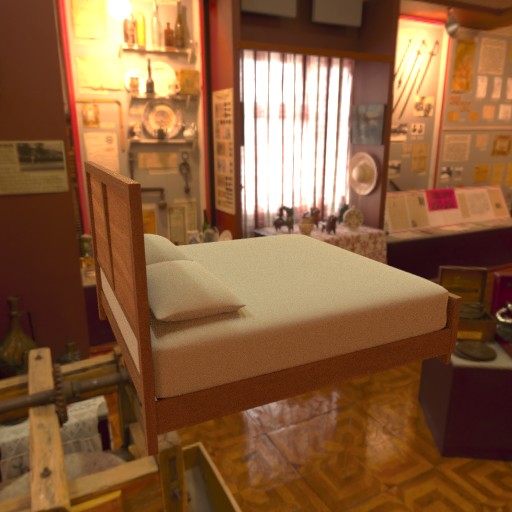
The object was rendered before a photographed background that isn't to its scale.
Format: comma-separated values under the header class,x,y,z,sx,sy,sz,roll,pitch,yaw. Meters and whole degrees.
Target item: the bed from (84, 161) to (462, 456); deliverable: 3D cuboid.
class,x,y,z,sx,sy,sz,roll,pitch,yaw
bed,0.000,0.000,3.420,2.184,1.387,2.003,-7,17,-25
